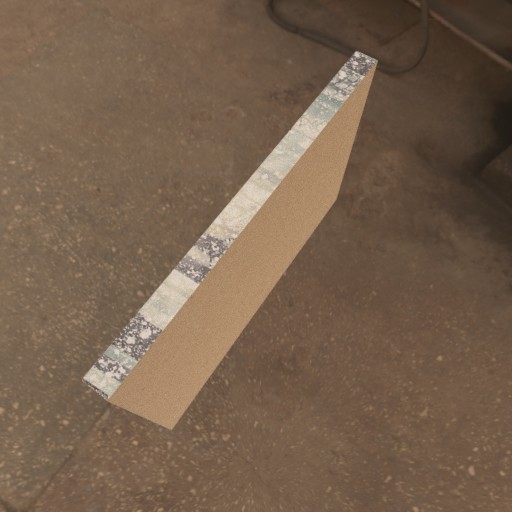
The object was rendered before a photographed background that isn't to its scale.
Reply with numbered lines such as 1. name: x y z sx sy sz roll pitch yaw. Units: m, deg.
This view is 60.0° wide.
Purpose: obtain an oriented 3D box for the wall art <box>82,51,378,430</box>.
1. wall art: 0.000 0.000 0.765 0.042 0.398 0.618 32 68 14
